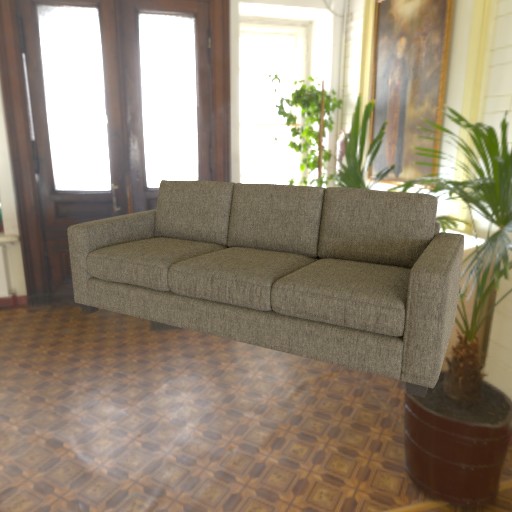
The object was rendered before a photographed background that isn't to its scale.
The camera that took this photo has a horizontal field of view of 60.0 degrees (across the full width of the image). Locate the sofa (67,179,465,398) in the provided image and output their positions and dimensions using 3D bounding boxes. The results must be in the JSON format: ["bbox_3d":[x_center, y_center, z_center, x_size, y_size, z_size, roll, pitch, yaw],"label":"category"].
[{"bbox_3d":[0.000,0.000,2.607,2.160,0.800,0.900,8,16,28],"label":"sofa"}]
